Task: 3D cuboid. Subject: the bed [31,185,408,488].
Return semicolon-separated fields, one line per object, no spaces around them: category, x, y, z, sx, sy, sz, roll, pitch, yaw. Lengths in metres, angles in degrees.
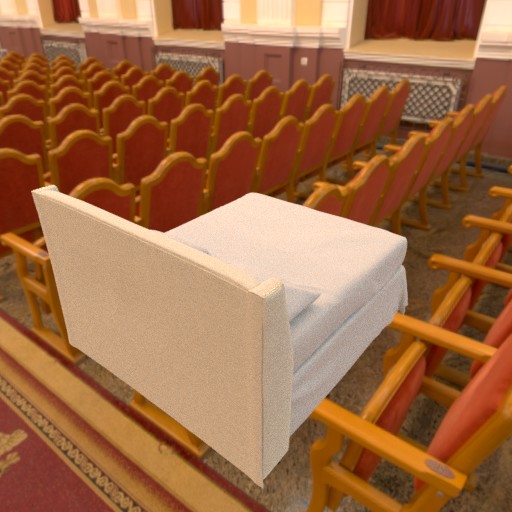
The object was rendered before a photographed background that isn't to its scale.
bed;0.000;0.000;3.395;1.925;1.332;2.276;22;36;33
